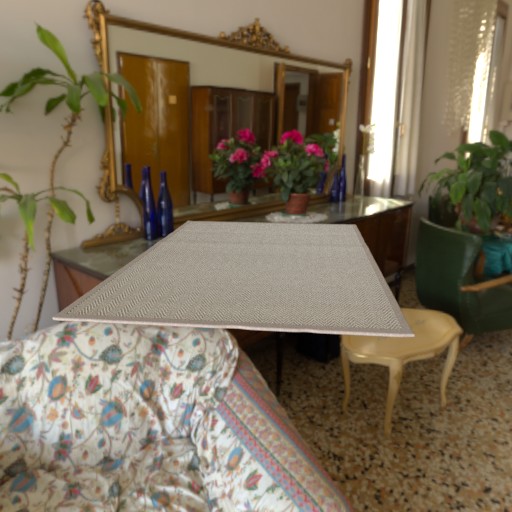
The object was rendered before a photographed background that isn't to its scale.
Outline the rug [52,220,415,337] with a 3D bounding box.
[{"bbox_3d":[0.000,0.000,2.948,1.540,0.021,2.290,2,15,6],"label":"rug"}]
